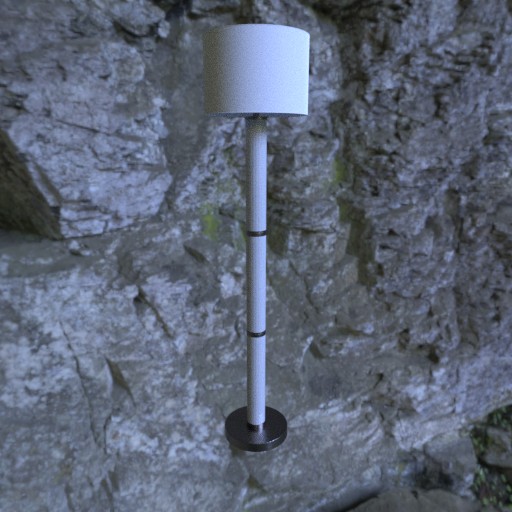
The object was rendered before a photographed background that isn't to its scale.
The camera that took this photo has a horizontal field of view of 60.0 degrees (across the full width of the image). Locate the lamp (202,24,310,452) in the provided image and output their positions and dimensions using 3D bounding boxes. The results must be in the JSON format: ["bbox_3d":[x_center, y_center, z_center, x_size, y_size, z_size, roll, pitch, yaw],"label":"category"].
[{"bbox_3d":[0.000,0.000,1.758,0.377,1.599,0.377,-8,17,-27],"label":"lamp"}]
